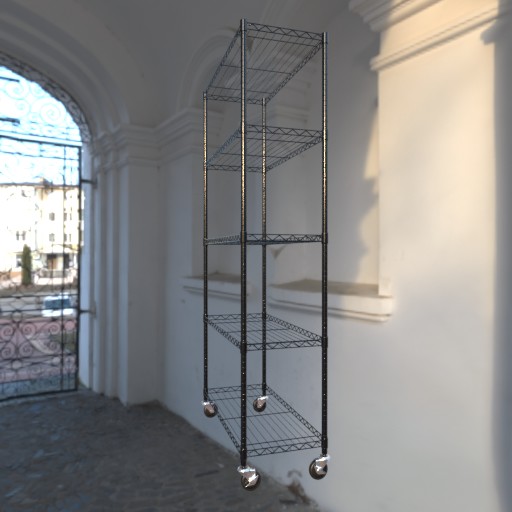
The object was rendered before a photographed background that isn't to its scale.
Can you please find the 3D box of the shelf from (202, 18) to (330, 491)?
[{"bbox_3d":[0.000,0.000,1.938,0.356,1.645,0.762,0,0,-17],"label":"shelf"}]
